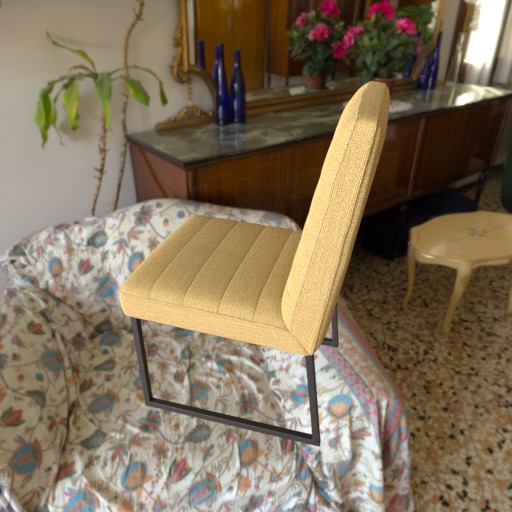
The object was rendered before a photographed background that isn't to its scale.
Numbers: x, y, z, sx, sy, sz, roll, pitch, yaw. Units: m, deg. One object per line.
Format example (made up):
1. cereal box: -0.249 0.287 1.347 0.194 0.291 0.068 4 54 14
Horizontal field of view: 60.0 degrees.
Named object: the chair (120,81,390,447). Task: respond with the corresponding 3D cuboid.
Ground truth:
1. chair: 0.000 0.000 1.301 0.634 0.930 0.520 8 30 14
